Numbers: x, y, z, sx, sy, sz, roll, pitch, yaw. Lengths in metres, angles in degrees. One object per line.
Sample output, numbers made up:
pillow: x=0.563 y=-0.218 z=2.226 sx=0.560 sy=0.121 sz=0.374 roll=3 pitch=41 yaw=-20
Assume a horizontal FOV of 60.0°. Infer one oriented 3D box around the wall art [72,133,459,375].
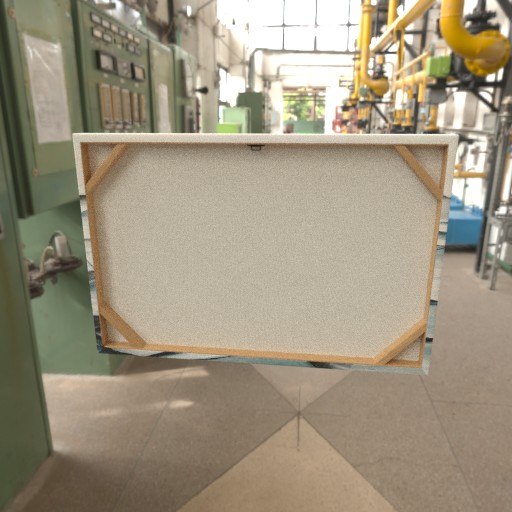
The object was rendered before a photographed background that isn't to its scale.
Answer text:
wall art: x=0.000 y=0.000 z=1.145 sx=0.914 sy=0.609 sz=0.039 roll=2 pitch=17 yaw=7
